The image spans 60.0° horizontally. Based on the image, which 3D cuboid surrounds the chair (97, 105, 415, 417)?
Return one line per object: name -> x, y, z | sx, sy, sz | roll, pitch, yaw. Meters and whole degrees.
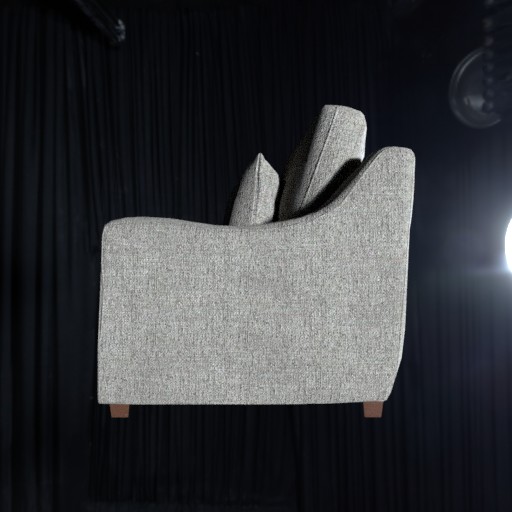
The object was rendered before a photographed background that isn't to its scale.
chair -> 0.000, 0.000, 1.931 | 1.009, 1.037, 1.138 | 0, -1, 0
